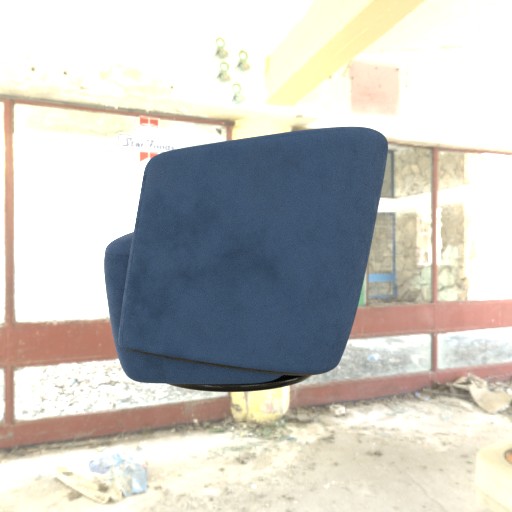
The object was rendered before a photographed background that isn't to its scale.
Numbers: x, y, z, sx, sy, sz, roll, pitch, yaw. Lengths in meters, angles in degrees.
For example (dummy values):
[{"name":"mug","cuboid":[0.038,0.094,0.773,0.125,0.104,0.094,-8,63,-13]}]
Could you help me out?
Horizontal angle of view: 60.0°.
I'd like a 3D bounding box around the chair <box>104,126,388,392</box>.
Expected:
[{"name":"chair","cuboid":[0.000,0.000,1.376,0.767,0.698,0.773,0,0,1]}]
